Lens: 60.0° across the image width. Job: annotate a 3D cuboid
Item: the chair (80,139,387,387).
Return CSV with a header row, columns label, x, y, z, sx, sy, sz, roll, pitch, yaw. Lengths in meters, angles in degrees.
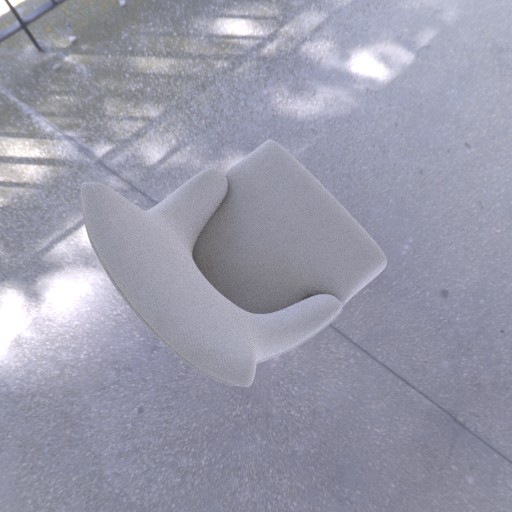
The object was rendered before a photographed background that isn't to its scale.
label,x,y,z,sx,sy,sz,roll,pitch,yaw
chair,0.000,0.000,1.299,0.629,0.909,0.566,-40,79,-9
